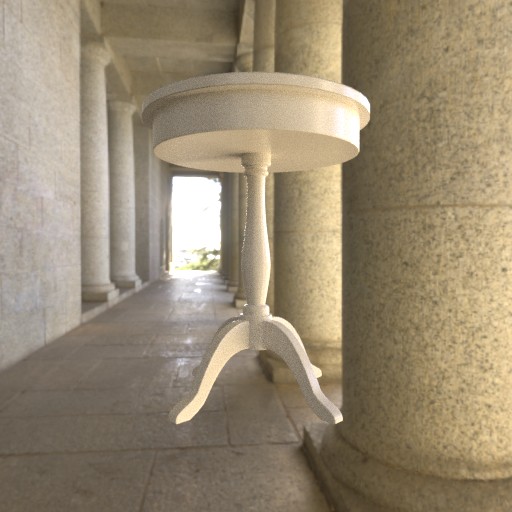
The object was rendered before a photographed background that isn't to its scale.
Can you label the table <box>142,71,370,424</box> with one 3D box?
[{"bbox_3d":[0.000,0.000,1.033,0.513,0.653,0.513,0,1,0],"label":"table"}]
